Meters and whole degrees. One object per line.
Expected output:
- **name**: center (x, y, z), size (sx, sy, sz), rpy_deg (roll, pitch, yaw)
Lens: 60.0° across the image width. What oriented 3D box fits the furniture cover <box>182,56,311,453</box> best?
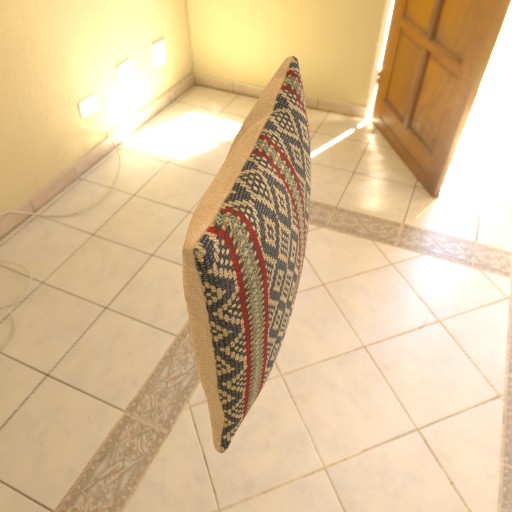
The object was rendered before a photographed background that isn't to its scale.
- **furniture cover**: center (0.000, 0.000, 0.664), size (0.139, 0.431, 0.431), rpy_deg (11, 46, 10)
